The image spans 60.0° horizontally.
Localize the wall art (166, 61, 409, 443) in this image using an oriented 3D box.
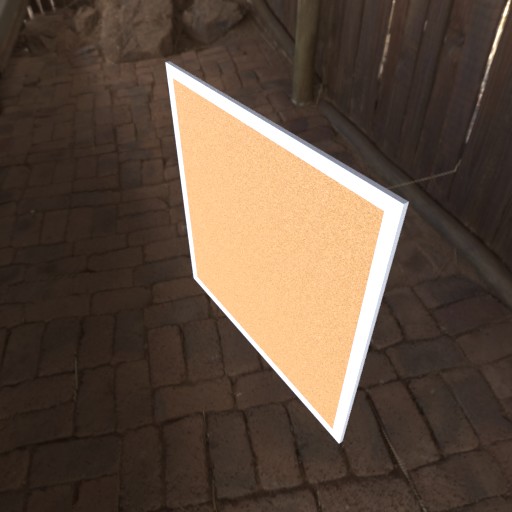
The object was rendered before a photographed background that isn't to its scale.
[{"bbox_3d":[0.000,0.000,0.837,0.009,0.559,0.558,-26,48,-26],"label":"wall art"}]
